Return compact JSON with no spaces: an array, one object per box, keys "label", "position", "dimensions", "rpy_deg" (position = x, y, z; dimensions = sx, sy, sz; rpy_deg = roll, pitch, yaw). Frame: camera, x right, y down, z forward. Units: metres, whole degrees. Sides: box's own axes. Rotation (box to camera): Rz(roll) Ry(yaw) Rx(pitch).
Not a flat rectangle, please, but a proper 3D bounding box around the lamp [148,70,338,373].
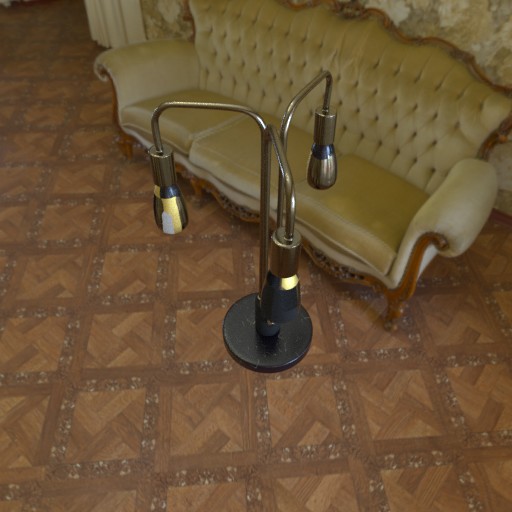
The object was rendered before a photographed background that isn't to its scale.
[{"label":"lamp","position":[0.000,0.000,0.810],"dimensions":[0.355,0.560,0.368],"rpy_deg":[-4,47,-4]}]
